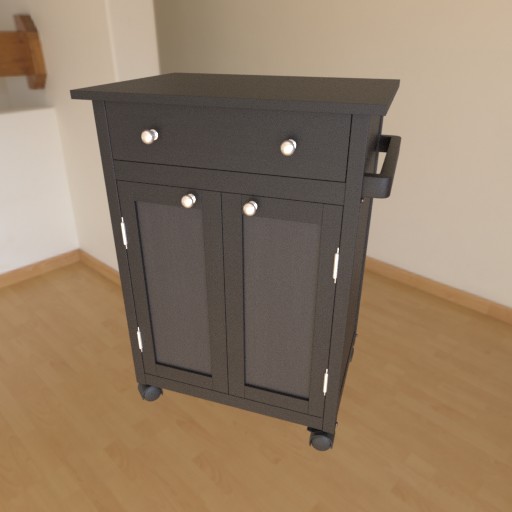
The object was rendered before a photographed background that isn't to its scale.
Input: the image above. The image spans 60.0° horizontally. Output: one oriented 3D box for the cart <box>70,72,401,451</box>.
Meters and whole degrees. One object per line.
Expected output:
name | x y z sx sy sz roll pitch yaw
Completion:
cart | 0.000 0.000 1.211 0.660 0.879 0.456 9 28 17
